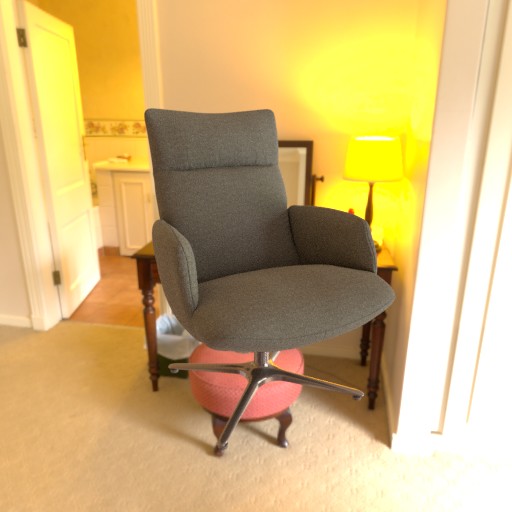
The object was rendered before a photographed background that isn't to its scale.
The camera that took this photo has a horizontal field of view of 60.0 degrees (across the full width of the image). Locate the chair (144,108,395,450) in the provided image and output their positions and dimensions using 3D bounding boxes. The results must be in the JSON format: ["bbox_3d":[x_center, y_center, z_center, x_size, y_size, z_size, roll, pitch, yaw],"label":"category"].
[{"bbox_3d":[0.000,0.000,1.548,0.702,0.984,0.831,-9,20,-26],"label":"chair"}]
